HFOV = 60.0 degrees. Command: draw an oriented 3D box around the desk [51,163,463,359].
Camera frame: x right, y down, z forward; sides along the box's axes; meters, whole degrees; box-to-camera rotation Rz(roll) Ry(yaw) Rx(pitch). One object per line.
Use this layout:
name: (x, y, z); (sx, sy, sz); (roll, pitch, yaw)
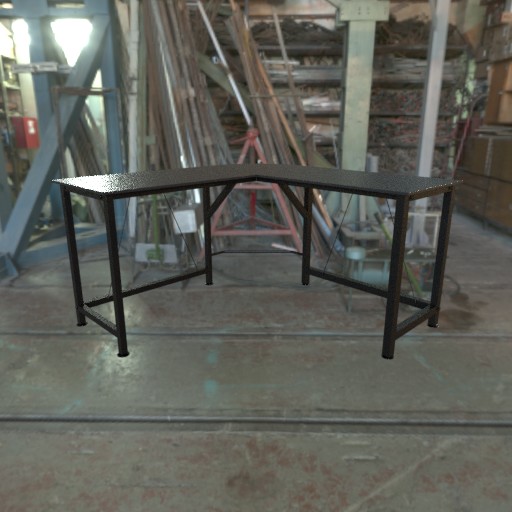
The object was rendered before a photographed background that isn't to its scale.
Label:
desk: (0.000, 0.000, 2.240); (1.400, 0.762, 1.400); (-16, 23, -42)
